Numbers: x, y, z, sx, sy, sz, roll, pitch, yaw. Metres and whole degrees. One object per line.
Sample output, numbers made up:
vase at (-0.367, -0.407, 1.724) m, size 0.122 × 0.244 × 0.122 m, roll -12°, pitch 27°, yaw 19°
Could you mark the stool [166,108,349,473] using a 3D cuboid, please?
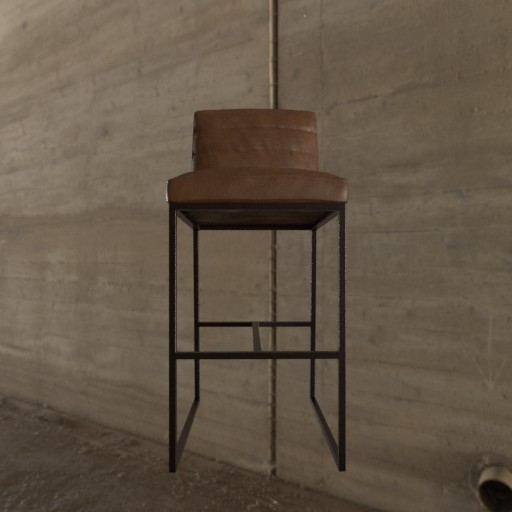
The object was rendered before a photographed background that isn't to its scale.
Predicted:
stool at (0.000, 0.000, 1.361) m, size 0.463 × 1.065 × 0.562 m, roll 0°, pitch 0°, yaw -1°
